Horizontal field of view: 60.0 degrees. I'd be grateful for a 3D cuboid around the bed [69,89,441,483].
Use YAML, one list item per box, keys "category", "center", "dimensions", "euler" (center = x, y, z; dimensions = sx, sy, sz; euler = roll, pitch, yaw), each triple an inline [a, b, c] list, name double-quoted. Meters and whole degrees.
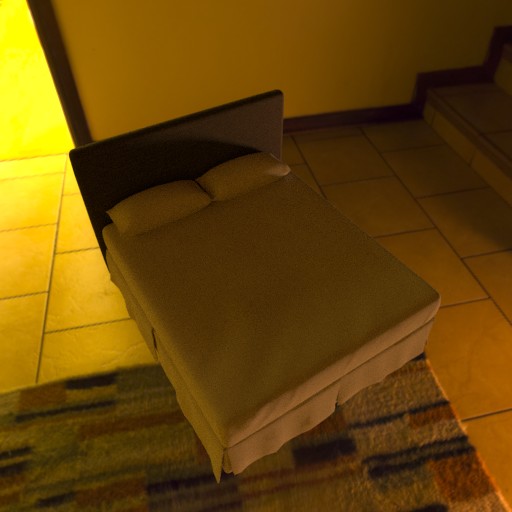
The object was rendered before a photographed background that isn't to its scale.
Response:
- category: "bed"
  center: [0.000, 0.000, 3.280]
  dimensions: [1.884, 1.330, 2.142]
  euler: [-25, 50, -22]
